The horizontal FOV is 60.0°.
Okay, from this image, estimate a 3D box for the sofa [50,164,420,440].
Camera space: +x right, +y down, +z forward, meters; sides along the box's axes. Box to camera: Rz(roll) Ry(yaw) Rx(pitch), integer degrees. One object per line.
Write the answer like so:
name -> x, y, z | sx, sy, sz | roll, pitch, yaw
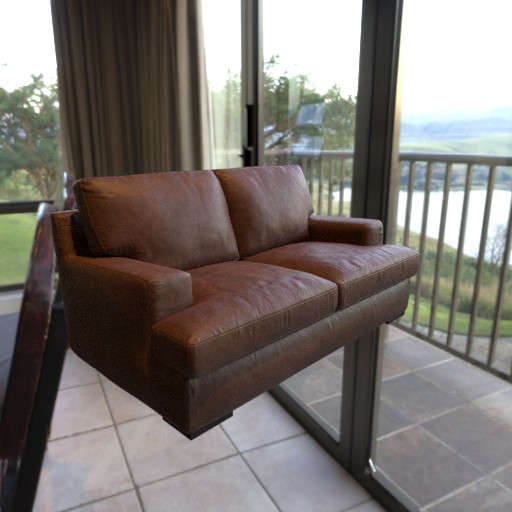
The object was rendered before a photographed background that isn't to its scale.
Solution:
sofa -> 0.000, 0.000, 2.516 | 1.143, 0.939, 1.880 | 14, 20, 42
